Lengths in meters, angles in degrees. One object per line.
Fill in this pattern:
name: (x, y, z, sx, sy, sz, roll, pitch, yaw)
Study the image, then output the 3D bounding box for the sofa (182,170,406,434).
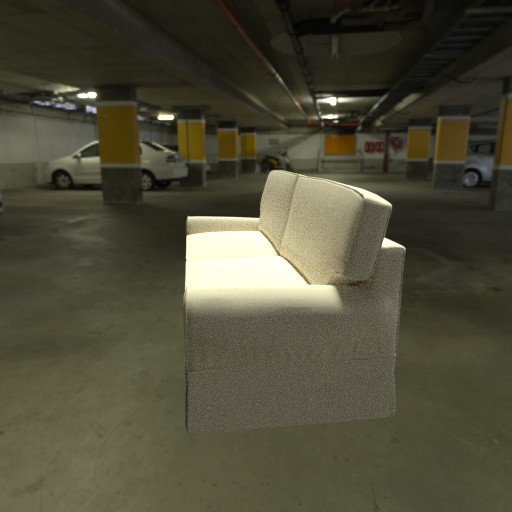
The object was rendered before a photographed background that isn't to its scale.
sofa: (0.000, 0.000, 2.567, 0.862, 0.937, 2.021, -2, 13, -8)
